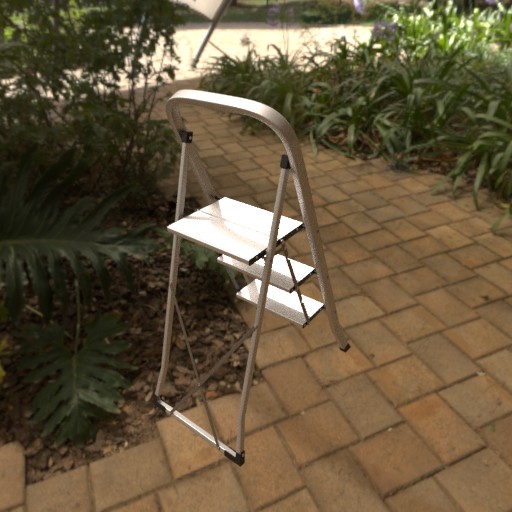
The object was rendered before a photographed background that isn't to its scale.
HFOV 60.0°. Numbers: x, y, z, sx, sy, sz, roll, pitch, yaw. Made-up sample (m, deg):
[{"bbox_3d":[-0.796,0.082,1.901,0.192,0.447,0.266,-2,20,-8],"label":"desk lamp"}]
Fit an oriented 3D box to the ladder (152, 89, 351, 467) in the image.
[{"bbox_3d":[0.000,0.000,1.457,0.465,1.070,0.704,22,38,31],"label":"ladder"}]
